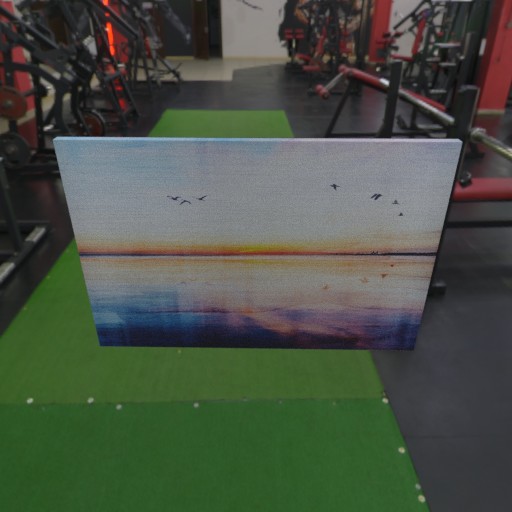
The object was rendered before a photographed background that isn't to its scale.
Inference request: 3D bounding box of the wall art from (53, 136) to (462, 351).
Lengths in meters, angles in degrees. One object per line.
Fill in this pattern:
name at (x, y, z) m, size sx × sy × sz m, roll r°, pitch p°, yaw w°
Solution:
wall art at (0.000, 0.000, 1.432) m, size 1.137 × 0.756 × 0.034 m, roll 1°, pitch 30°, yaw 1°
